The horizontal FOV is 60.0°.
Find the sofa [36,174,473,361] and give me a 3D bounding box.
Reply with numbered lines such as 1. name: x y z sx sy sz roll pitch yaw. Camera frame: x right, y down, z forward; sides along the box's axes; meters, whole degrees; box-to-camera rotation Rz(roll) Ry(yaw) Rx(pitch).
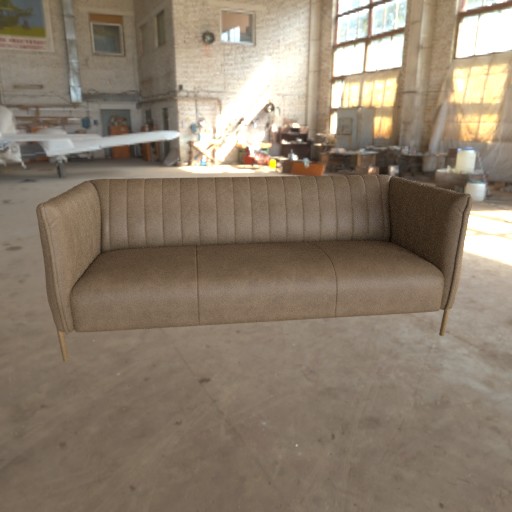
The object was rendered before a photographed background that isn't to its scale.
1. sofa: 0.000 0.000 2.419 1.980 0.779 0.876 -2 17 -8
